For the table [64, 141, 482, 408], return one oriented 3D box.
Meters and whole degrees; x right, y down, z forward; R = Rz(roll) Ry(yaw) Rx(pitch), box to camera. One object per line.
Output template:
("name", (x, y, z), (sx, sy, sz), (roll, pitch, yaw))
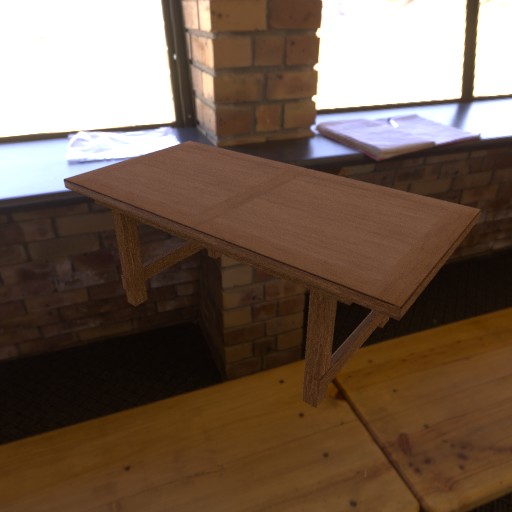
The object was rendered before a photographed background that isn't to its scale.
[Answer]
("table", (0.000, 0.000, 2.508), (1.982, 0.762, 1.000), (21, 36, 32))
